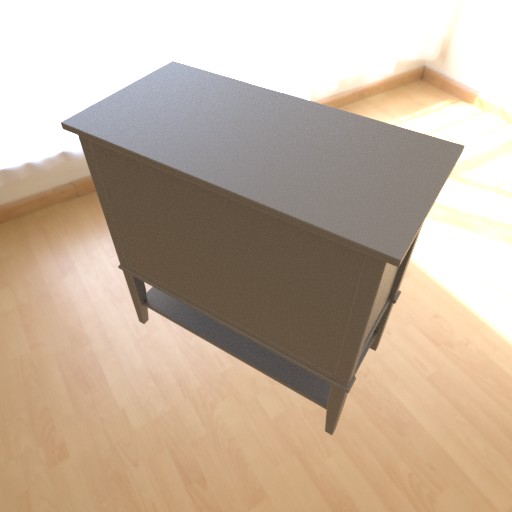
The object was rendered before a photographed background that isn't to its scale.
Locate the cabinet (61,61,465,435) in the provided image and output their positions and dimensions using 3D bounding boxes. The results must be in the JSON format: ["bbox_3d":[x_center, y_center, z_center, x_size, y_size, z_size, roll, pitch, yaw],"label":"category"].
[{"bbox_3d":[0.000,0.000,1.255,0.801,0.780,0.396,25,51,22],"label":"cabinet"}]
